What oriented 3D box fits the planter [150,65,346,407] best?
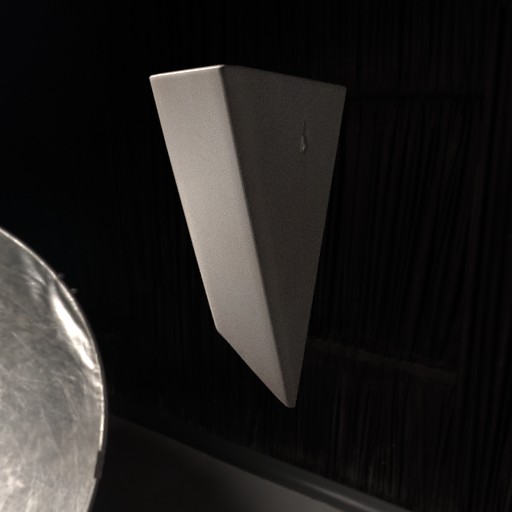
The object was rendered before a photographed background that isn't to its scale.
[{"bbox_3d":[0.000,0.000,0.268,0.060,0.197,0.150,9,20,26],"label":"planter"}]
